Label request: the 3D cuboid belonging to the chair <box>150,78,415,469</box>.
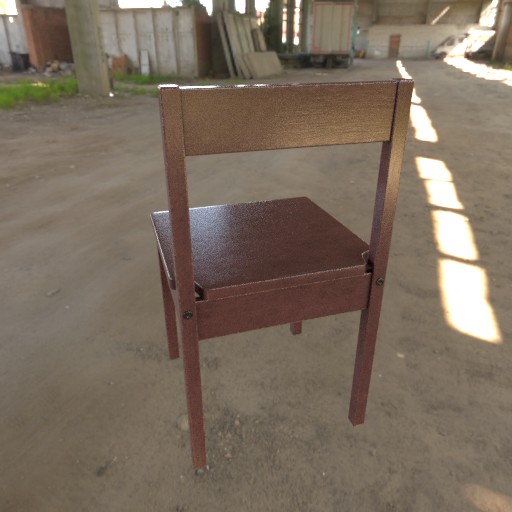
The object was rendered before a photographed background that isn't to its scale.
[{"bbox_3d":[0.000,0.000,0.874,0.367,0.668,0.361,-8,27,-16],"label":"chair"}]
